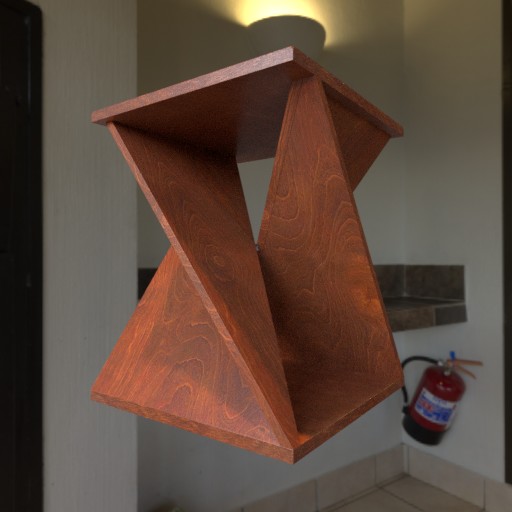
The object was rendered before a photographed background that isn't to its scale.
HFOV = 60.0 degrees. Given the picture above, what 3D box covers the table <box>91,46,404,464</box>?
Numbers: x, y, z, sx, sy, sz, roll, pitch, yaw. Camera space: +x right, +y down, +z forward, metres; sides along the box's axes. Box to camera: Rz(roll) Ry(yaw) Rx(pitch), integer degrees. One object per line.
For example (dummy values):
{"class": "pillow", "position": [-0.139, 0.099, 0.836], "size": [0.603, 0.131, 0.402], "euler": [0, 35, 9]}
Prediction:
{"class": "table", "position": [0.000, 0.000, 0.847], "size": [0.427, 0.520, 0.427], "euler": [0, 0, 36]}
